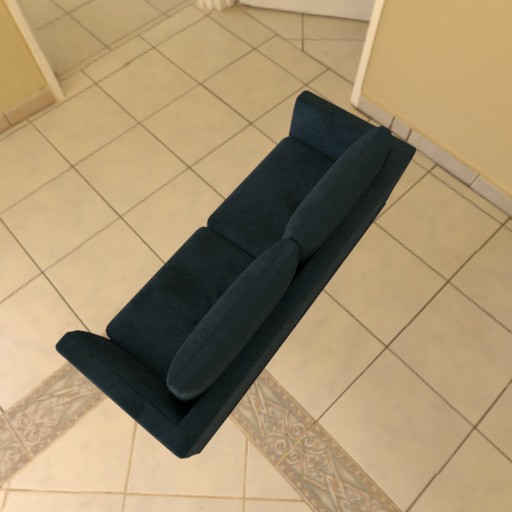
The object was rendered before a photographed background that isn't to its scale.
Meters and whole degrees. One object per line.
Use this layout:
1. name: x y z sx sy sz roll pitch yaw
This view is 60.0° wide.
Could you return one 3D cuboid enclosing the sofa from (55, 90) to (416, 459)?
1. sofa: 0.000 0.000 2.679 0.853 0.998 2.212 34 68 16
